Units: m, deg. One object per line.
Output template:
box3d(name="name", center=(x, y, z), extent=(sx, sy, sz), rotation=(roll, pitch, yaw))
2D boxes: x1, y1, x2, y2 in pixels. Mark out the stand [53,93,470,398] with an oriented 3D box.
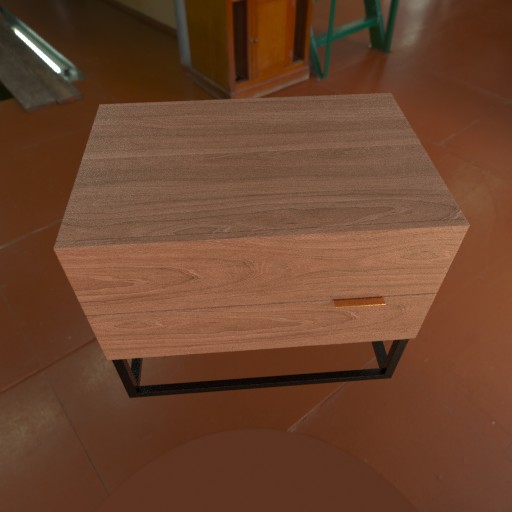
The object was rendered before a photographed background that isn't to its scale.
box3d(name="stand", center=(0.000, 0.000, 0.951), extent=(0.600, 0.500, 0.420), rotation=(-3, 47, -3))
